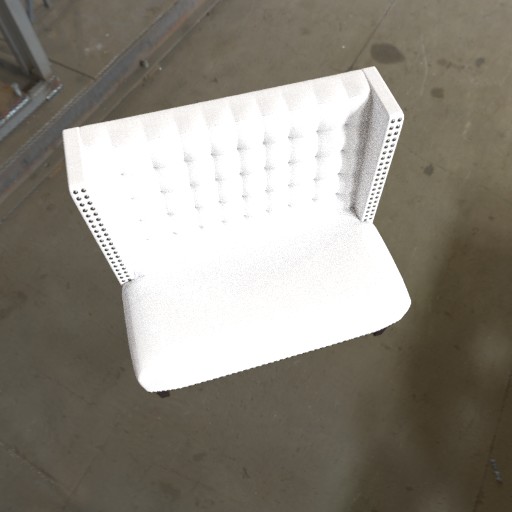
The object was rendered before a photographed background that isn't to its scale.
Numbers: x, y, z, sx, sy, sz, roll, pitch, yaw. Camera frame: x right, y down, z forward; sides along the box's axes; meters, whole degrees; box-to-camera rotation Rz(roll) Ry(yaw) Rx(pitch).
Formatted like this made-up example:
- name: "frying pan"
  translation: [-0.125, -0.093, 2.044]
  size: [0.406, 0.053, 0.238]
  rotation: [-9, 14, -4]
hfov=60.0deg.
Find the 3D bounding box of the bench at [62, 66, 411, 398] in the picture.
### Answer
- name: "bench"
  translation: [0.000, 0.000, 2.016]
  size: [1.280, 1.123, 0.847]
  rotation: [-14, 63, -8]
